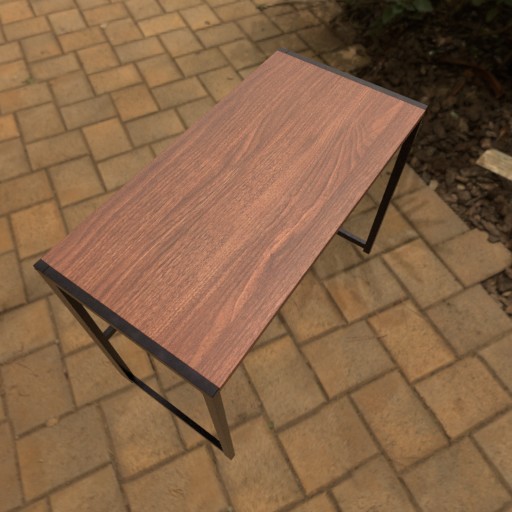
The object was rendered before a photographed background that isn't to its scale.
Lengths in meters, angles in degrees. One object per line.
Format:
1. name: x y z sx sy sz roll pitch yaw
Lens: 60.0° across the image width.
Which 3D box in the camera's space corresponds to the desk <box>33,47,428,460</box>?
1. desk: 0.000 0.000 1.452 0.508 0.762 1.016 30 62 18
